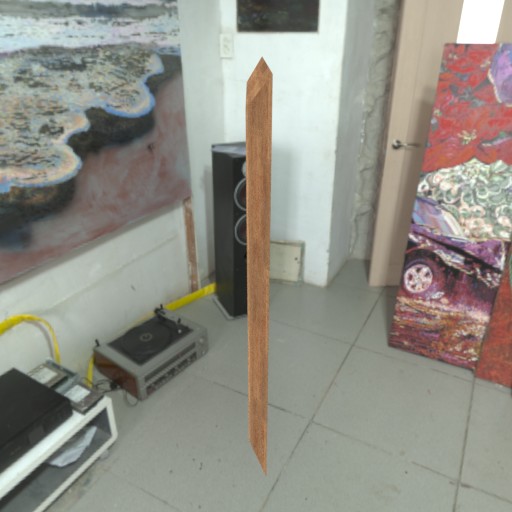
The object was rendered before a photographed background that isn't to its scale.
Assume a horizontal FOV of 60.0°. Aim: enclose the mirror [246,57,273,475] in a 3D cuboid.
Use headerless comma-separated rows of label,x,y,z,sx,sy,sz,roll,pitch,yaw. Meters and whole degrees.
mirror,0.000,0.000,1.261,0.047,1.010,0.651,0,27,-1
